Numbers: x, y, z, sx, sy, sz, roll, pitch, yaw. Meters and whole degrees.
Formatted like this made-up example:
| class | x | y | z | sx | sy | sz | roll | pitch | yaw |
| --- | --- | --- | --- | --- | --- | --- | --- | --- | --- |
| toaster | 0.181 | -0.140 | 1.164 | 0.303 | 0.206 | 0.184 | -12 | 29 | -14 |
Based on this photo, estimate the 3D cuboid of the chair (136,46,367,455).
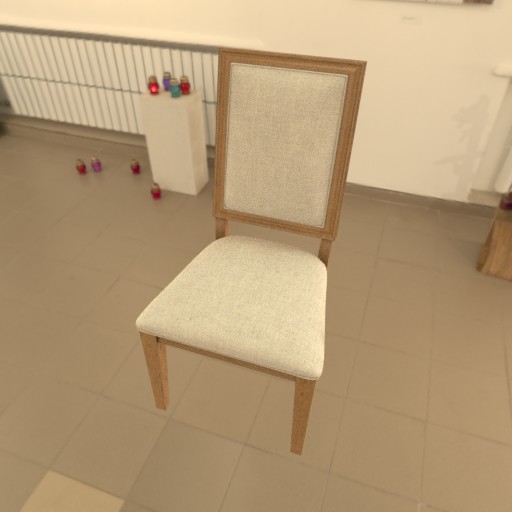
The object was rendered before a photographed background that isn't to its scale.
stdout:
| class | x | y | z | sx | sy | sz | roll | pitch | yaw |
| --- | --- | --- | --- | --- | --- | --- | --- | --- | --- |
| chair | 0.000 | 0.000 | 1.319 | 0.536 | 0.988 | 0.601 | 13 | 42 | 14 |
